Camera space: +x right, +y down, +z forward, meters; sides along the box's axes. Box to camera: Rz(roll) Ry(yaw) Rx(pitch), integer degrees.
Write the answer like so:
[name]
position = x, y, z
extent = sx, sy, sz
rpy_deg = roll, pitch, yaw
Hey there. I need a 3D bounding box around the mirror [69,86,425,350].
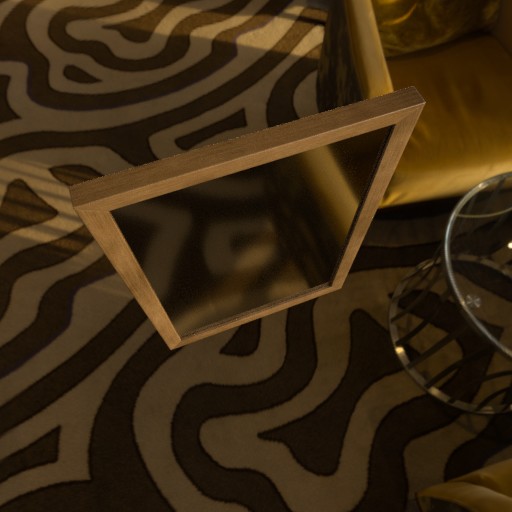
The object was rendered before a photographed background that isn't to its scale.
[mirror]
position = 0.000, 0.000, 0.924
extent = 0.507, 0.710, 0.040
rpy_deg = -19, 65, -9
